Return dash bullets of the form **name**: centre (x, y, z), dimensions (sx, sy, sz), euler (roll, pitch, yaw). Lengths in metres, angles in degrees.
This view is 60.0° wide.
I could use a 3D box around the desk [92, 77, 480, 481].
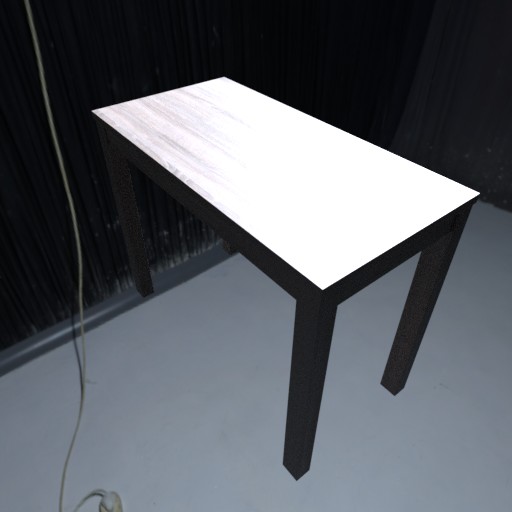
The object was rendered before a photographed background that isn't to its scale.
- **desk**: centre (0.000, 0.000, 1.417), dimensions (0.495, 0.762, 0.991), euler (-27, 47, -28)
